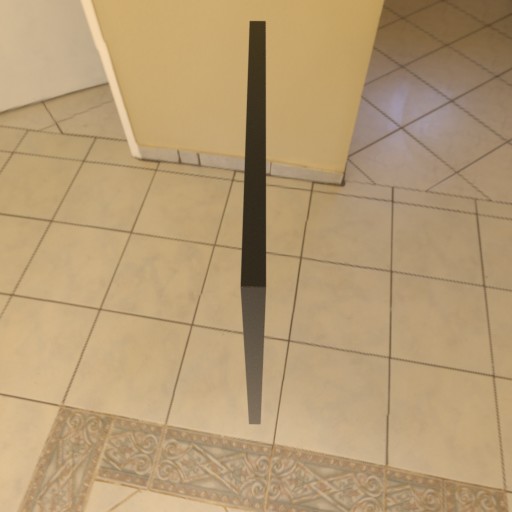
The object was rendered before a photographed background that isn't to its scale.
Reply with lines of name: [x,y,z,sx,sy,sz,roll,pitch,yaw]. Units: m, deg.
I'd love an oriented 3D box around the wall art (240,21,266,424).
wall art: [0.000,0.000,1.385,0.043,1.046,0.788,1,57,0]
